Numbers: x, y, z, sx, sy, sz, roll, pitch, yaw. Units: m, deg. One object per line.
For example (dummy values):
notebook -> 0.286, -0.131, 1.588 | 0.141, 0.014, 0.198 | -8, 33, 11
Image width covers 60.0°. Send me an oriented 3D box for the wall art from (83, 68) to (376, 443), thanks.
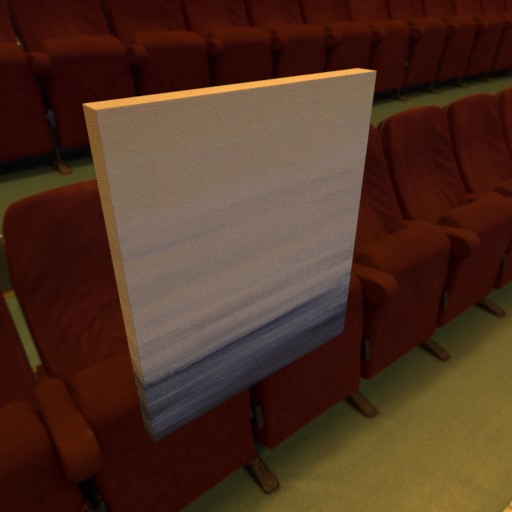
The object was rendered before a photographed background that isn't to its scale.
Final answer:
wall art -> 0.000, 0.000, 0.699 | 0.435, 0.511, 0.037 | -21, 37, -32
